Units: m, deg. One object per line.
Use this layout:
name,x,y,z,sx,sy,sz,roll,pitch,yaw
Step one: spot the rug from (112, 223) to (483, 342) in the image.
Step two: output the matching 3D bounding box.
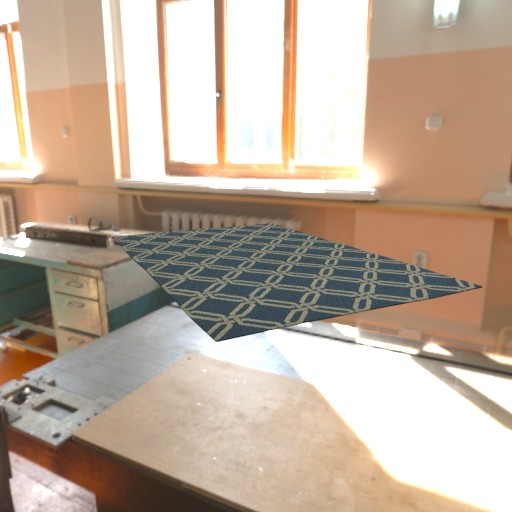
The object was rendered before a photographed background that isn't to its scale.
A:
rug,0.000,0.000,2.264,1.153,0.010,1.755,-7,15,-26
